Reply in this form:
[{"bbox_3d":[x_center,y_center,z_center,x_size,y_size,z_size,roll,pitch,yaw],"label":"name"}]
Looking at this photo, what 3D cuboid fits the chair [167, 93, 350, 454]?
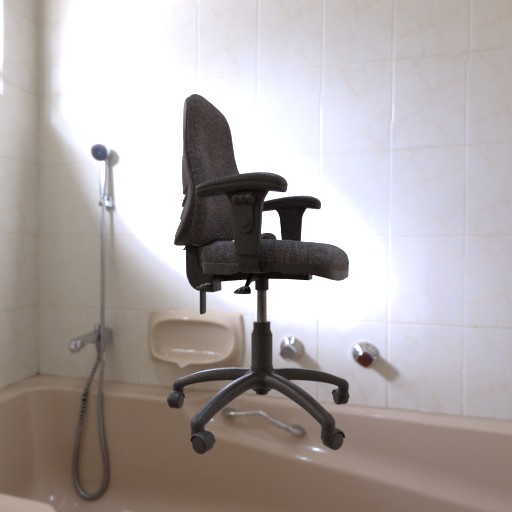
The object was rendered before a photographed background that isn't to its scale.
[{"bbox_3d":[0.000,0.000,1.253,0.530,0.910,0.550,0,1,18],"label":"chair"}]
